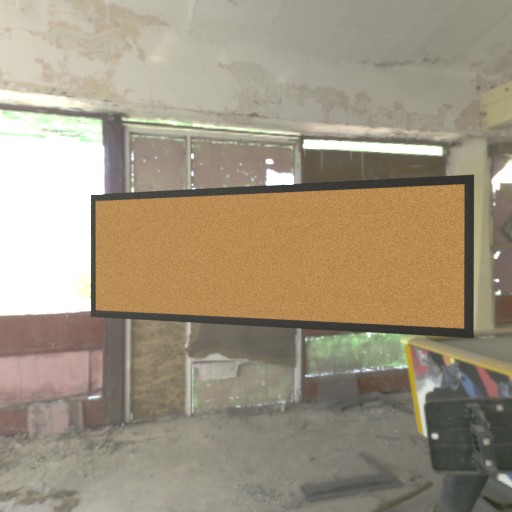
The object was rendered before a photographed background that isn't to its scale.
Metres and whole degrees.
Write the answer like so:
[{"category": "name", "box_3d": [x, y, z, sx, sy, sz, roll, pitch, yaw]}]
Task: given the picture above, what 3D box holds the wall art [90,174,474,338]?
[{"category": "wall art", "box_3d": [0.000, 0.000, 1.772, 1.572, 0.554, 0.041, 0, 0, 19]}]
